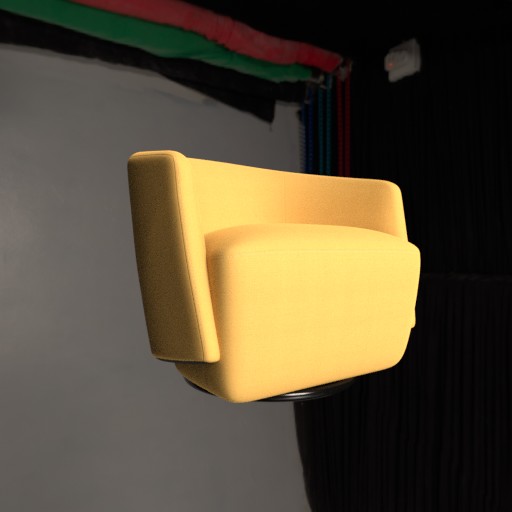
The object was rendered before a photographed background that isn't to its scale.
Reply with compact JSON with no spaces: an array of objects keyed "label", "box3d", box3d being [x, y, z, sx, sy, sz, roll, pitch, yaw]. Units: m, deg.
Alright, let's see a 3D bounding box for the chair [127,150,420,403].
[{"label":"chair","box3d":[0.000,0.000,1.363,0.773,0.698,0.767,-1,1,-35]}]
